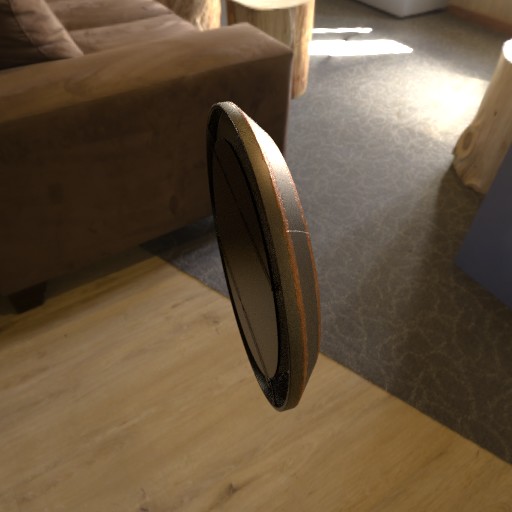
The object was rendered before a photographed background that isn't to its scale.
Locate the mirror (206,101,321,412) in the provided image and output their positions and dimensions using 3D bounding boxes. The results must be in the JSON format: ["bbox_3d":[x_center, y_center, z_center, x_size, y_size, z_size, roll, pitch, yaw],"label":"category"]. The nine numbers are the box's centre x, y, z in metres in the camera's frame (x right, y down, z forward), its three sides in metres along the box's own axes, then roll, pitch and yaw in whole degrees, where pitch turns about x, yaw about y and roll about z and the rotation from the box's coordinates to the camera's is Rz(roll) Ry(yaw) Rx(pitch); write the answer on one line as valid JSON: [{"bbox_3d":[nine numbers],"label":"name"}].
[{"bbox_3d":[0.000,0.000,1.360,0.111,0.907,0.907,-12,47,-12],"label":"mirror"}]
